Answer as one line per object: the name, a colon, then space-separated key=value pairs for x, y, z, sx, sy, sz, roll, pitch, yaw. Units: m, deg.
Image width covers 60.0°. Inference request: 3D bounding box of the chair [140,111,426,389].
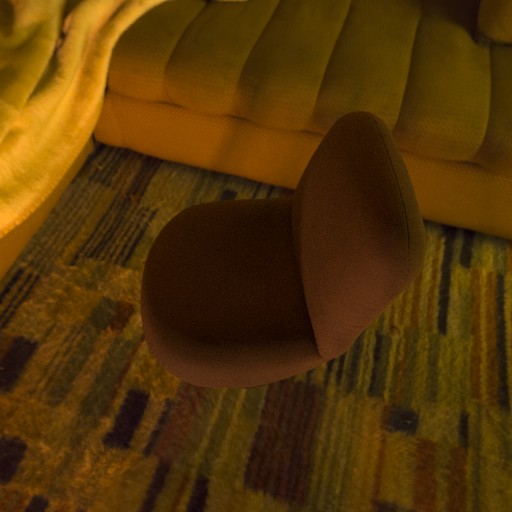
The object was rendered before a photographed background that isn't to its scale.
chair: x=0.000 y=0.000 z=1.044 sx=0.597 sy=0.594 sz=0.521 roll=-3 pitch=56 yaw=-2
